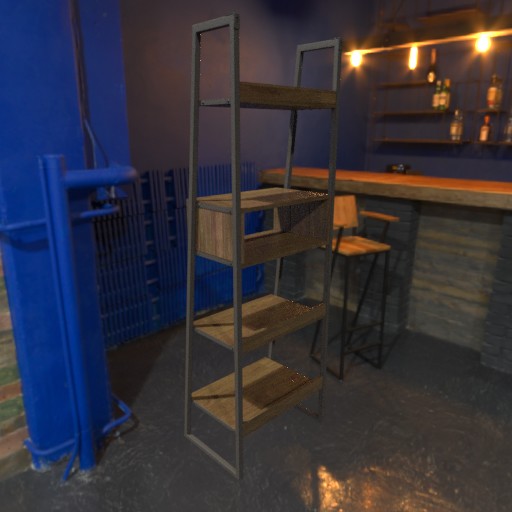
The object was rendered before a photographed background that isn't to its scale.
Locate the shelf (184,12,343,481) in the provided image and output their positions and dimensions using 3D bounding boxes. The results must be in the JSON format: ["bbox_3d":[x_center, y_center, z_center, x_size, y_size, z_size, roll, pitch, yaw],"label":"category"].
[{"bbox_3d":[0.000,0.000,2.204,0.652,2.005,0.454,-15,22,-42],"label":"shelf"}]
